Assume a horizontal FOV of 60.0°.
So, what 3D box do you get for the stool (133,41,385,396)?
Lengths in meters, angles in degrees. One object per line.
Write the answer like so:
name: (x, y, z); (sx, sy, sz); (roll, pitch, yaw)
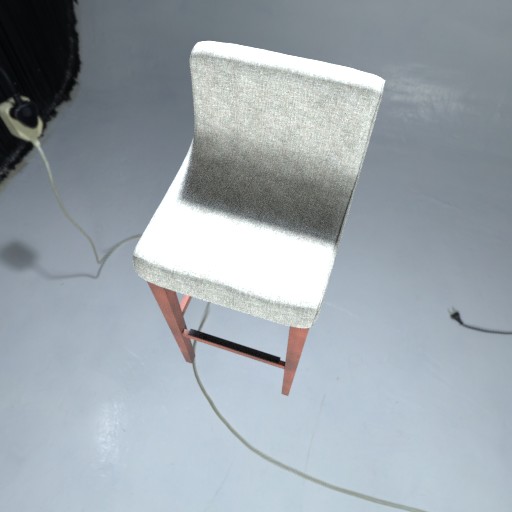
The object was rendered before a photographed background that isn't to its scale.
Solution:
stool: (0.000, 0.000, 1.249); (0.426, 0.965, 0.499); (16, 60, 10)
